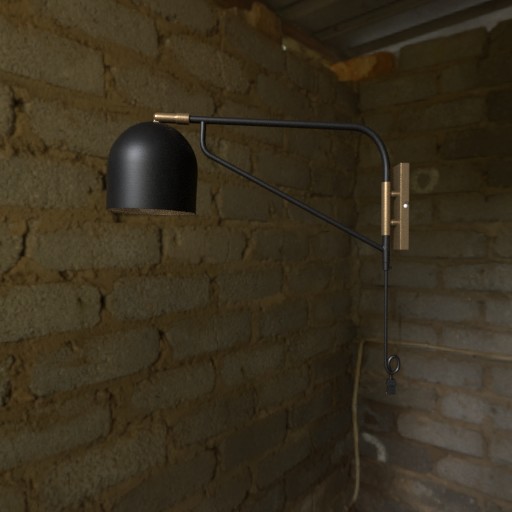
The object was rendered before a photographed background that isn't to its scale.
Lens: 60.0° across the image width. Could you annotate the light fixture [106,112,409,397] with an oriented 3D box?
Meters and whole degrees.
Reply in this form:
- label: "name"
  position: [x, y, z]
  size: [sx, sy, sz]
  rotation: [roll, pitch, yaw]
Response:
- label: "light fixture"
  position: [0.000, 0.000, 1.083]
  size: [0.720, 0.696, 0.215]
  rotation: [0, 1, 0]
